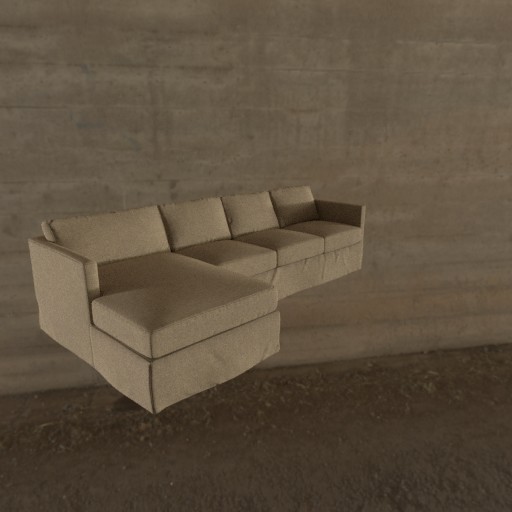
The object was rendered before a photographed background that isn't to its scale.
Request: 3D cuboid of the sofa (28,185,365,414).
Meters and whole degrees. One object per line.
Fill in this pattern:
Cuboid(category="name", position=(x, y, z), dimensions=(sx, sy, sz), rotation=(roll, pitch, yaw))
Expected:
Cuboid(category="sofa", position=(0.000, 0.000, 3.863), dimensions=(1.638, 0.920, 3.198), rotation=(15, 21, 43))
